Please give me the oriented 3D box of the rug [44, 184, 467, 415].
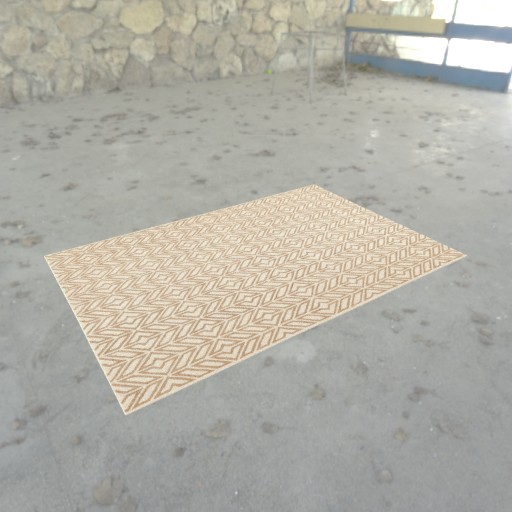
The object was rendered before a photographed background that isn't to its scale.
[{"bbox_3d":[0.000,0.000,2.301,1.828,0.007,1.220,-19,35,-29],"label":"rug"}]
